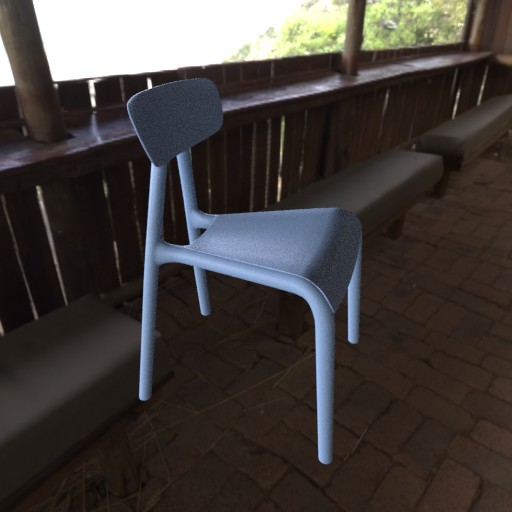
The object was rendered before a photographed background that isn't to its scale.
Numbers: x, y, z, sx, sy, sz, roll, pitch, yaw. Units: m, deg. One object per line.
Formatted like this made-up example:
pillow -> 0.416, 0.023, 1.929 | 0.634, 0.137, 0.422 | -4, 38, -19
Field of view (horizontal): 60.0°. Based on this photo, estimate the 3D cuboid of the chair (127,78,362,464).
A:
chair -> 0.000, 0.000, 0.831 | 0.401, 0.580, 0.356 | 10, 32, 17
